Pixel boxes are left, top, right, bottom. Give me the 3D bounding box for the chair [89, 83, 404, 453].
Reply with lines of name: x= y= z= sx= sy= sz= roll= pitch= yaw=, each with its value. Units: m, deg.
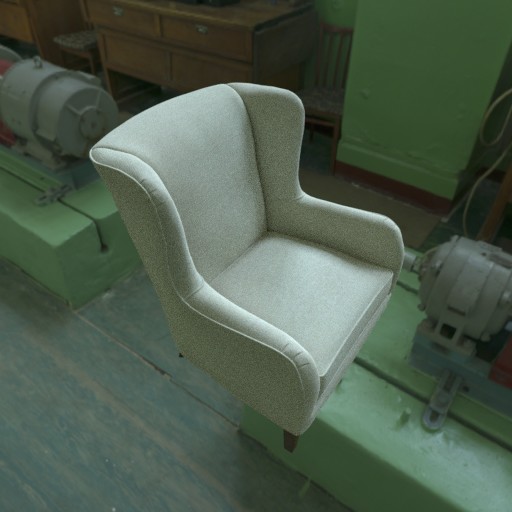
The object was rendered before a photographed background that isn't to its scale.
chair: x=0.000 y=0.000 z=1.767 sx=0.966 sy=1.040 sz=0.838 roll=25 pitch=47 yaw=26
